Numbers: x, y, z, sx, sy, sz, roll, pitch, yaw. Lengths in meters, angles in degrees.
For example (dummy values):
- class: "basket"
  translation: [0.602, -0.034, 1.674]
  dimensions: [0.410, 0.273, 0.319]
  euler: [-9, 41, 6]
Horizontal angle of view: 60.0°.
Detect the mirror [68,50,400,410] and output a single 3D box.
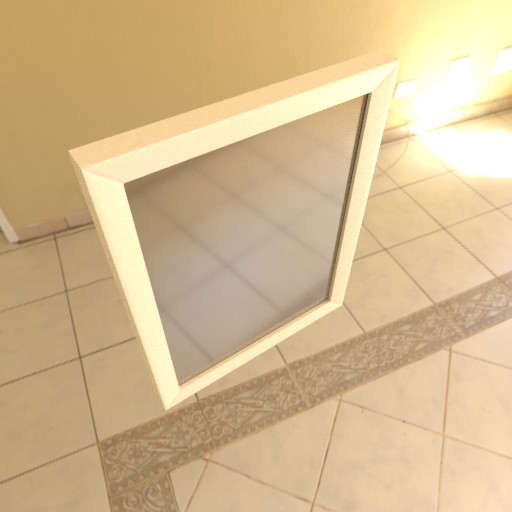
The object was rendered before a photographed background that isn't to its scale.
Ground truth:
- class: "mirror"
  translation: [0.000, 0.000, 0.669]
  dimensions: [0.405, 0.508, 0.041]
  euler: [-26, 52, -22]
